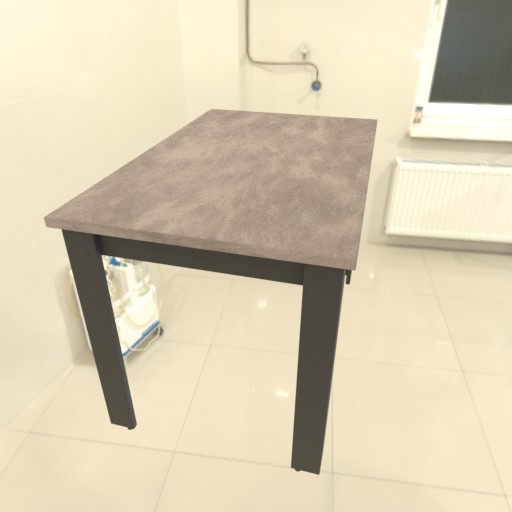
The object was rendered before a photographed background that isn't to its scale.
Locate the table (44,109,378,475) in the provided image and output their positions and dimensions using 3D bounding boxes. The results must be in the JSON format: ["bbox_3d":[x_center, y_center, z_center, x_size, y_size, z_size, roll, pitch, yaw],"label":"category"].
[{"bbox_3d":[0.000,0.000,1.569,0.700,0.734,1.100,8,32,13],"label":"table"}]
